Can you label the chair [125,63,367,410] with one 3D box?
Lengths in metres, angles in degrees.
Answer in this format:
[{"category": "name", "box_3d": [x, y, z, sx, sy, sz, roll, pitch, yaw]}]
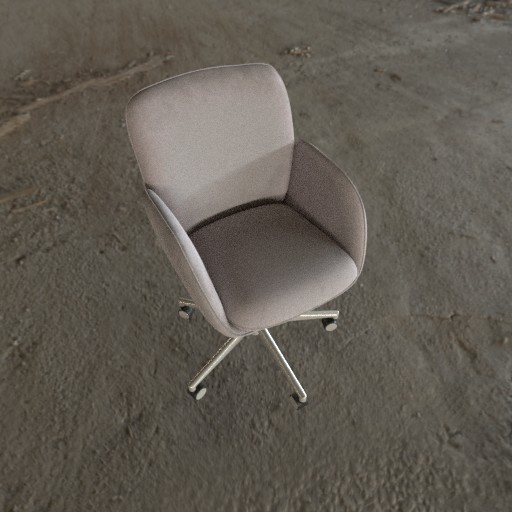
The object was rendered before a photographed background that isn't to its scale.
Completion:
[{"category": "chair", "box_3d": [0.000, 0.000, 1.407, 0.648, 0.959, 0.654, -22, 49, -21]}]
